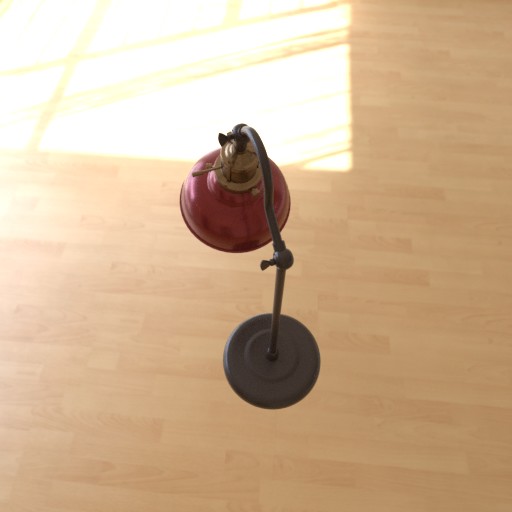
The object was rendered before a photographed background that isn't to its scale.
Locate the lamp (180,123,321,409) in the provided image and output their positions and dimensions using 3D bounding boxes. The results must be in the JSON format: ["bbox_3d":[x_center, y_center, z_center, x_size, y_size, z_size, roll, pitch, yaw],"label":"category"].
[{"bbox_3d":[0.000,0.000,0.699,0.192,0.508,0.374,-17,61,-10],"label":"lamp"}]
